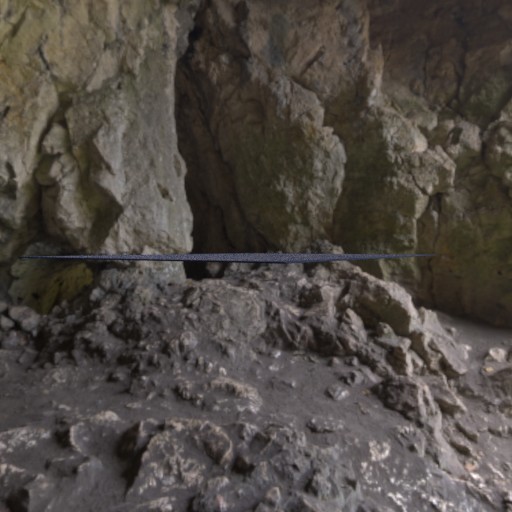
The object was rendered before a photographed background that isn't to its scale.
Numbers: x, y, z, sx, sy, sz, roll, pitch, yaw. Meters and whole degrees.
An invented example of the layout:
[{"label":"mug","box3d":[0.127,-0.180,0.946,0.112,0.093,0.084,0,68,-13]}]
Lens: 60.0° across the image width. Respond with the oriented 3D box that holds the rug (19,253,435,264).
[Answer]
[{"label":"rug","box3d":[0.000,0.000,4.029,2.438,0.010,3.048,1,1,35]}]
